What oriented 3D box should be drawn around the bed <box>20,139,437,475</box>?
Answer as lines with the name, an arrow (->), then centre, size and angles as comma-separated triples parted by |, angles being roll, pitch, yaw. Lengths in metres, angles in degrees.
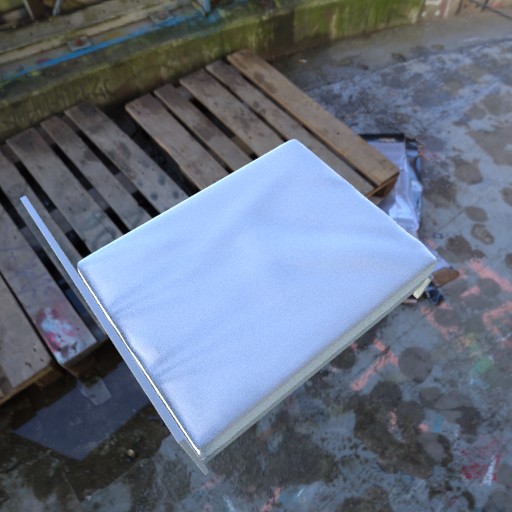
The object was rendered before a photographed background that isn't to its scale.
bed -> 0.000, 0.000, 3.076 | 2.135, 1.253, 1.673 | -34, 64, -19
